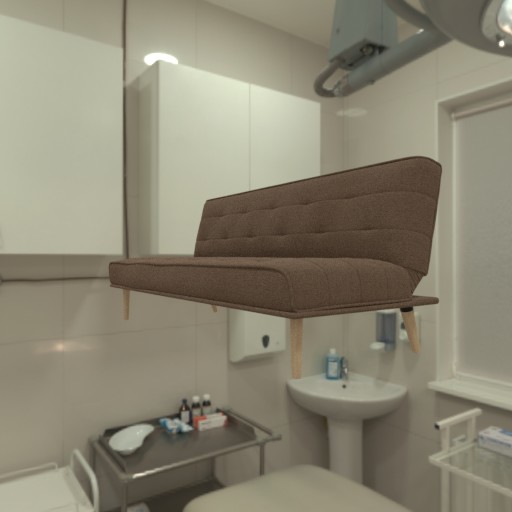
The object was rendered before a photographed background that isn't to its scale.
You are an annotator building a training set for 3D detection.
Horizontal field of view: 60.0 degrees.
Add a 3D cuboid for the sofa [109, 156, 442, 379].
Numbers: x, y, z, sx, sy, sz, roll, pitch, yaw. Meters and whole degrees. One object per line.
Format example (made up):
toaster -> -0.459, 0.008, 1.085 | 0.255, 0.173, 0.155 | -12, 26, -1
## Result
sofa -> 0.000, 0.000, 2.384 | 1.038, 0.810, 1.820 | 0, 0, -35
